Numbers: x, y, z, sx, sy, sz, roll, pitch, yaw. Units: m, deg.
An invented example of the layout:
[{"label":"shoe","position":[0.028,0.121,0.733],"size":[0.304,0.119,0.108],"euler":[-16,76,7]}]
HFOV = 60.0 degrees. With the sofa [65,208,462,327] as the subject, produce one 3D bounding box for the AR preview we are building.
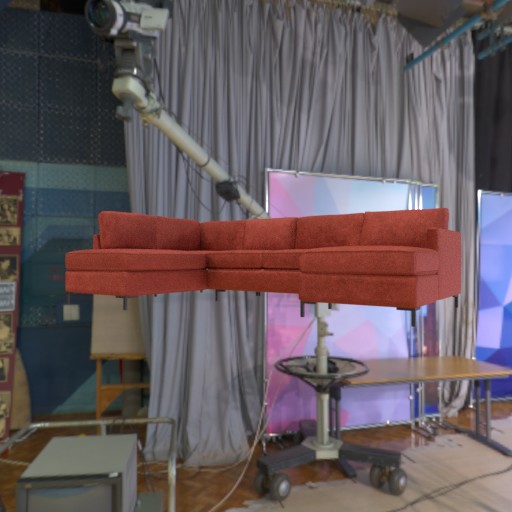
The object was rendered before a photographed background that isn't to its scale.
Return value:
[{"label":"sofa","position":[0.000,0.000,4.414],"size":[3.434,0.992,2.055],"euler":[0,0,35]}]
